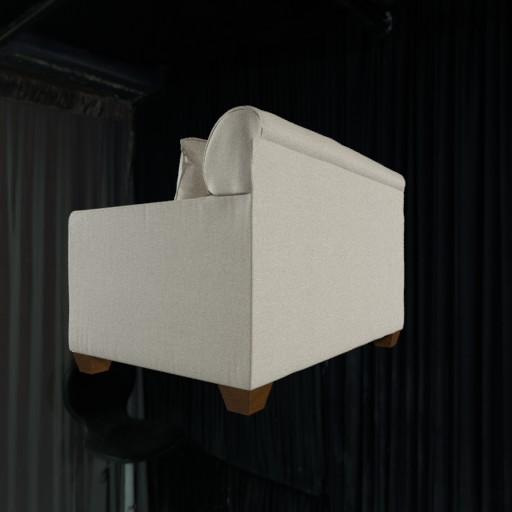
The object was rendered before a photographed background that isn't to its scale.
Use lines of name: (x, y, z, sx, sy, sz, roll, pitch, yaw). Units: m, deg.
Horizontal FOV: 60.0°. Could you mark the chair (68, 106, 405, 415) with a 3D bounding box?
chair: (0.000, 0.000, 2.097, 1.000, 0.948, 1.383, 0, 0, 36)
